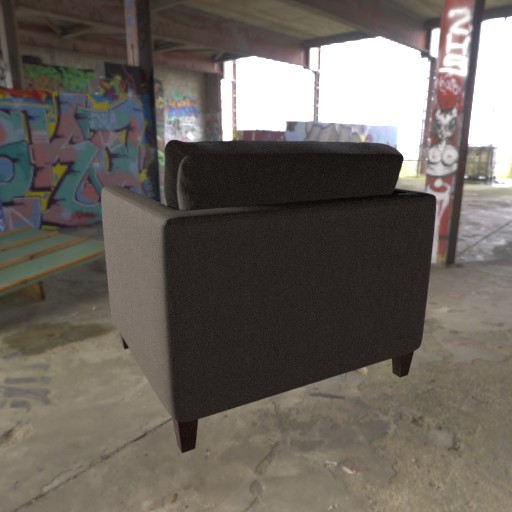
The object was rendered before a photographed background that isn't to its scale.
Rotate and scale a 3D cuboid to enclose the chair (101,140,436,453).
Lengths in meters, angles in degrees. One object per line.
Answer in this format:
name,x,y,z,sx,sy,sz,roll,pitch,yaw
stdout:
chair,0.000,0.000,1.889,1.107,0.963,0.959,-8,17,-28
